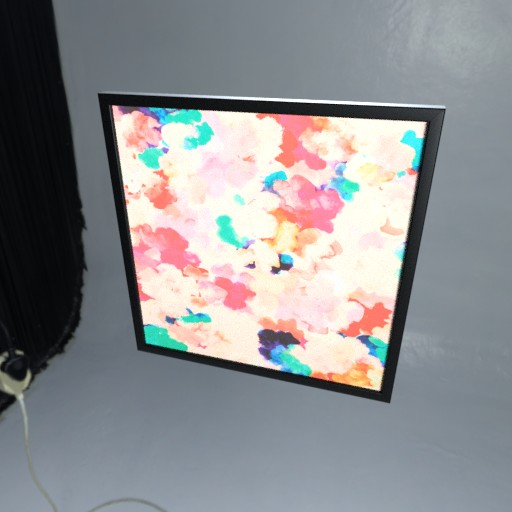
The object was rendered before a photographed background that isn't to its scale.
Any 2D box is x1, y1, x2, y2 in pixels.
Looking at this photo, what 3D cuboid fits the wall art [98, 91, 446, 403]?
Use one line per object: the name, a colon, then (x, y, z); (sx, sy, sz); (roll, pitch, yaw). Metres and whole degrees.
wall art: (0.000, 0.000, 1.119); (0.756, 0.755, 0.036); (8, 28, 15)
